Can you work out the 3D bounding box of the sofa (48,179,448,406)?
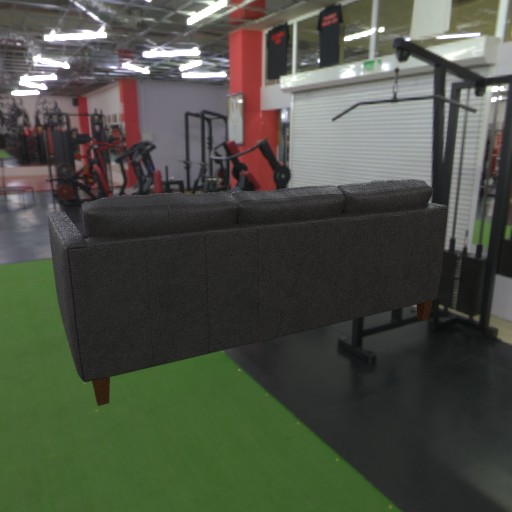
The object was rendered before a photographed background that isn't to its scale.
[{"bbox_3d":[0.000,0.000,2.985,2.464,1.006,1.045,-8,17,-27],"label":"sofa"}]
